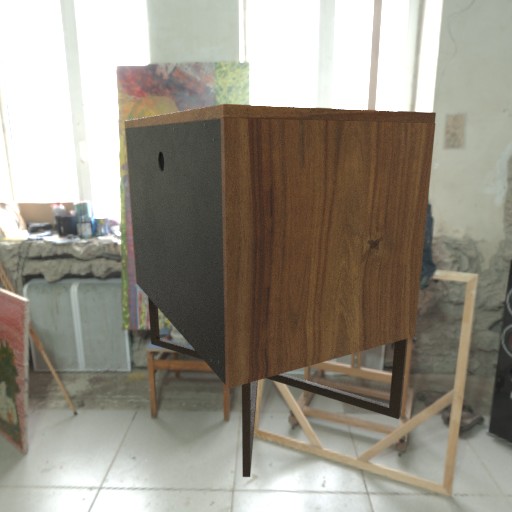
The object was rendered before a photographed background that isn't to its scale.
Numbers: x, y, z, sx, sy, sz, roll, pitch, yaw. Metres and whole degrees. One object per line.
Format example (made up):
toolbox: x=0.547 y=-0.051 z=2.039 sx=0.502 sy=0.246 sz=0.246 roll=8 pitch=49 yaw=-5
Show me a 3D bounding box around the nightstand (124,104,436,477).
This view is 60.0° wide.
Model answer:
nightstand: x=0.000 y=0.000 z=1.031 sx=0.427 sy=0.615 sz=0.613 roll=-8 pitch=16 yaw=-27
